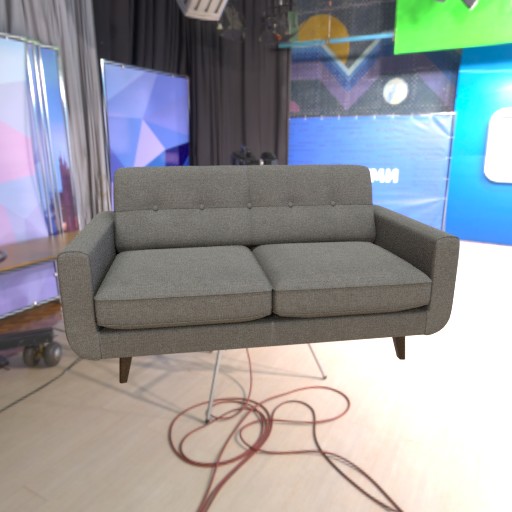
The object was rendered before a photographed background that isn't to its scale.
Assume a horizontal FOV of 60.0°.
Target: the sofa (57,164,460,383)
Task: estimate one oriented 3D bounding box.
[{"bbox_3d":[0.000,0.000,2.193,1.631,0.841,0.909,-2,16,-9],"label":"sofa"}]
